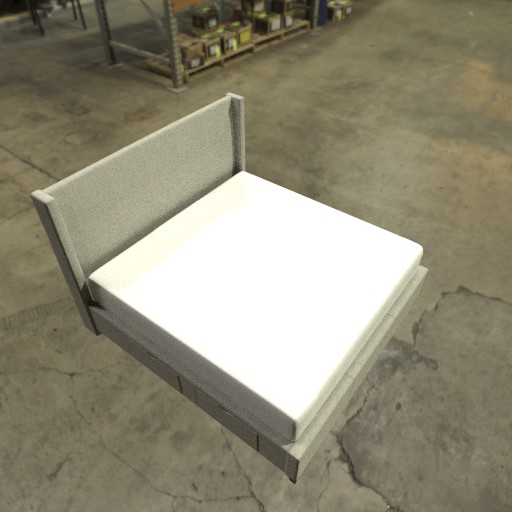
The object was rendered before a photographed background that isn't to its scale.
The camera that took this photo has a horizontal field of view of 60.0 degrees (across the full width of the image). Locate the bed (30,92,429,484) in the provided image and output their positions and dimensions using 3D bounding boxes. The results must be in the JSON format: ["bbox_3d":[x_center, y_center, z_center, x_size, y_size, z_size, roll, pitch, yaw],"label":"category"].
[{"bbox_3d":[0.000,0.000,3.642,2.280,1.470,2.140,27,49,26],"label":"bed"}]
